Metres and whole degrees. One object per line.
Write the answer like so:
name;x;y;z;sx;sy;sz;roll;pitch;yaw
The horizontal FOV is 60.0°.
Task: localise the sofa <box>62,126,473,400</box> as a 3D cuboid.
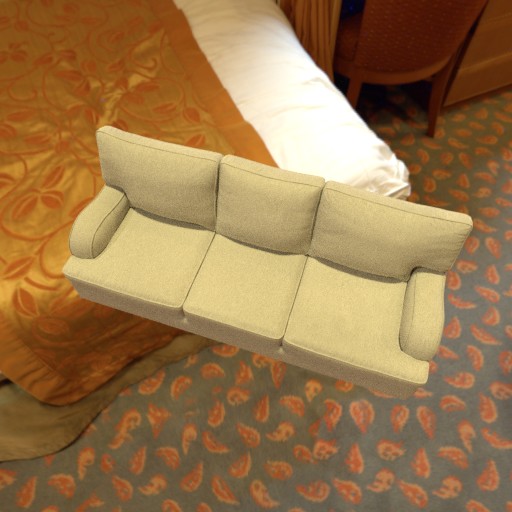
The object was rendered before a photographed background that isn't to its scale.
sofa;0.000;0.000;2.844;2.323;0.991;1.016;16;59;9
